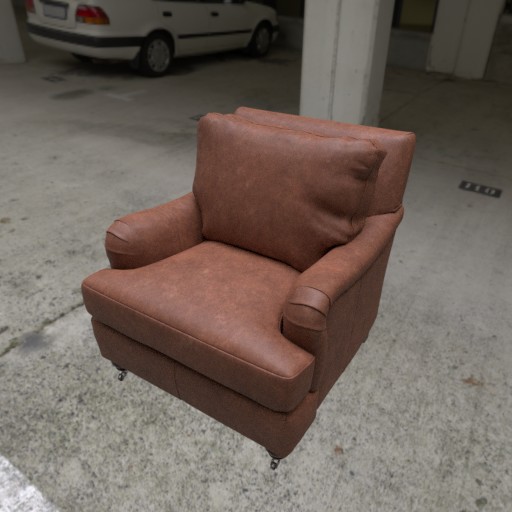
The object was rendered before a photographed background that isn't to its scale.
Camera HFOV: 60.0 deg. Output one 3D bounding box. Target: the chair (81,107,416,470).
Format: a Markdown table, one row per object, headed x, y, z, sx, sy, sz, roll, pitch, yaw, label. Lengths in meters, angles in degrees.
| x | y | z | sx | sy | sz | roll | pitch | yaw | label |
| --- | --- | --- | --- | --- | --- | --- | --- | --- | --- |
| 0.000 | 0.000 | 1.906 | 0.986 | 1.055 | 1.158 | 18 | 36 | 27 | chair |
